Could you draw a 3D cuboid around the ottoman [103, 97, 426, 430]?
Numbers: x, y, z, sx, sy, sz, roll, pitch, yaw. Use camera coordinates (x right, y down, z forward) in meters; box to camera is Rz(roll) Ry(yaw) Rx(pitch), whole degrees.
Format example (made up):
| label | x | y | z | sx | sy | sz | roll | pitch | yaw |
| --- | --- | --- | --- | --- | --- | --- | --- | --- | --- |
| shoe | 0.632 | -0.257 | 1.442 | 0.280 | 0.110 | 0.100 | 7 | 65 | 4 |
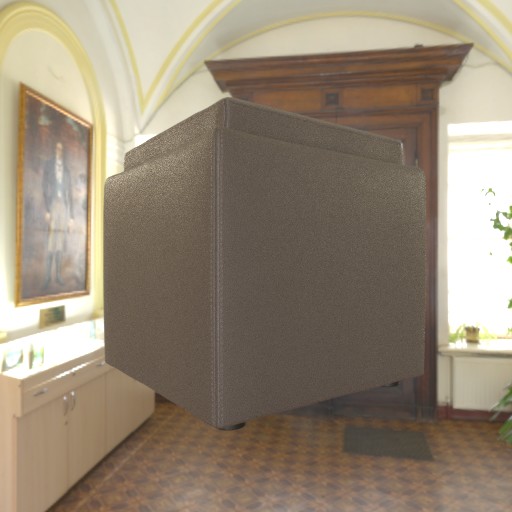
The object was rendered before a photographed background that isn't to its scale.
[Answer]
| label | x | y | z | sx | sy | sz | roll | pitch | yaw |
| --- | --- | --- | --- | --- | --- | --- | --- | --- | --- |
| ottoman | 0.000 | 0.000 | 0.837 | 0.450 | 0.460 | 0.451 | 0 | 0 | -36 |
